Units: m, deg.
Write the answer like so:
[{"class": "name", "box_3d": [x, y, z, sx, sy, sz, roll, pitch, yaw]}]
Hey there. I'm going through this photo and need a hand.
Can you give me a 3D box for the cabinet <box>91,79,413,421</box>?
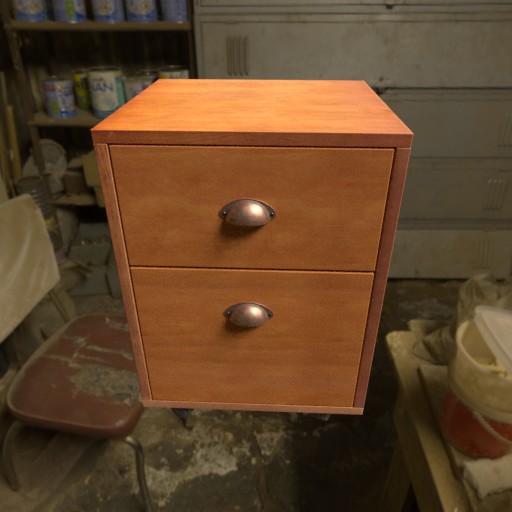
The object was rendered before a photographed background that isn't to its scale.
[{"class": "cabinet", "box_3d": [0.000, 0.000, 0.860, 0.409, 0.579, 0.401, 1, 31, 2]}]
